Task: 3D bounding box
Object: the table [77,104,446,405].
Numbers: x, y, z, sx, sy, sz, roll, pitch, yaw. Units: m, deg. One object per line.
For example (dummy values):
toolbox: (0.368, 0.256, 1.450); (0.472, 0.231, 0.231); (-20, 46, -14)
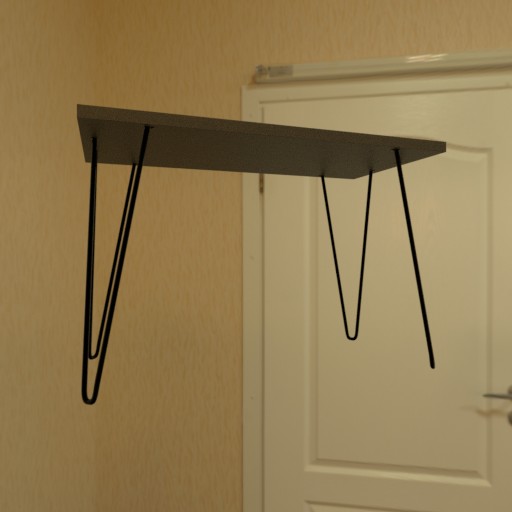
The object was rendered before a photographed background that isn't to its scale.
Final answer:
table: (0.000, 0.000, 1.356); (0.991, 0.660, 0.499); (0, 0, -19)
